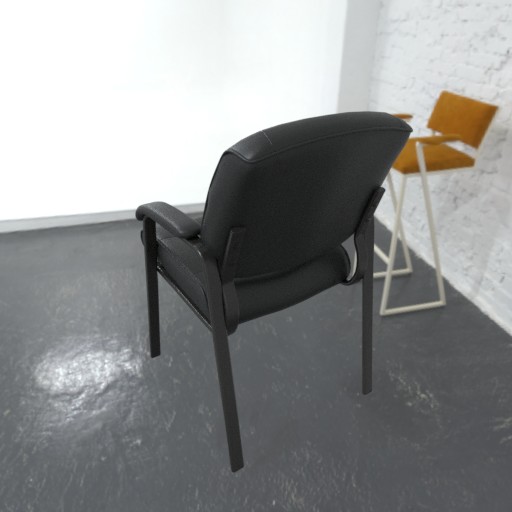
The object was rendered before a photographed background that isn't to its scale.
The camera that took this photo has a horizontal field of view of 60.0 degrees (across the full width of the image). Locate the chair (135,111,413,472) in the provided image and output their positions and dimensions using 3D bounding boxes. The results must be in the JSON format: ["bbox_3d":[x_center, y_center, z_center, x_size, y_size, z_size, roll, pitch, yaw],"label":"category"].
[{"bbox_3d":[0.000,0.000,1.323,0.591,0.910,0.668,-18,33,-29],"label":"chair"}]
